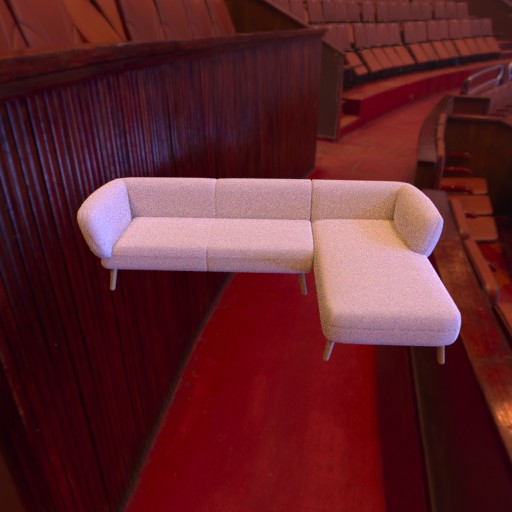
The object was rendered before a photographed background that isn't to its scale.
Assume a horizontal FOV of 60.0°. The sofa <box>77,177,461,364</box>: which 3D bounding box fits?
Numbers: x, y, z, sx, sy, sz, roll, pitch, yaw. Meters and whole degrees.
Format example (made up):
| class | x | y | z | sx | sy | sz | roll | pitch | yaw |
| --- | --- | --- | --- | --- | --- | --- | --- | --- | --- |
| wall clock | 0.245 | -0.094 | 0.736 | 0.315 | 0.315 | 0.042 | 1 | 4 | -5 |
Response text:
| class | x | y | z | sx | sy | sz | roll | pitch | yaw |
| --- | --- | --- | --- | --- | --- | --- | --- | --- | --- |
| sofa | 0.000 | 0.000 | 3.315 | 2.660 | 0.730 | 1.610 | 1 | 28 | 2 |
